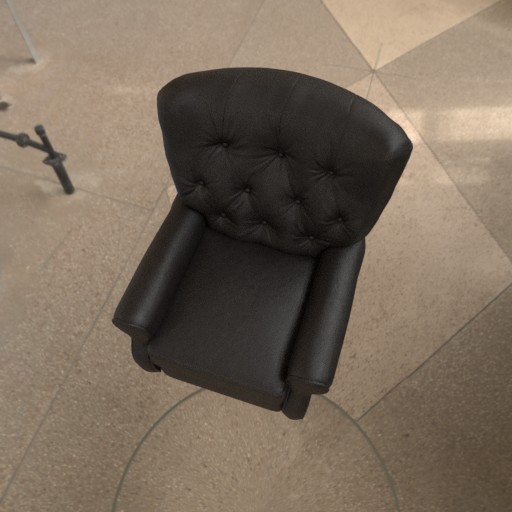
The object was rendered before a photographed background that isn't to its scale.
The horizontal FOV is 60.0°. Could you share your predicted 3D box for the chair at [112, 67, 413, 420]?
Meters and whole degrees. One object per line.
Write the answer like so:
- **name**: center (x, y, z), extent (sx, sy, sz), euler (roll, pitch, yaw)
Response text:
- **chair**: center (0.000, 0.000, 1.882), extent (0.948, 1.158, 1.058), euler (15, 60, 9)
